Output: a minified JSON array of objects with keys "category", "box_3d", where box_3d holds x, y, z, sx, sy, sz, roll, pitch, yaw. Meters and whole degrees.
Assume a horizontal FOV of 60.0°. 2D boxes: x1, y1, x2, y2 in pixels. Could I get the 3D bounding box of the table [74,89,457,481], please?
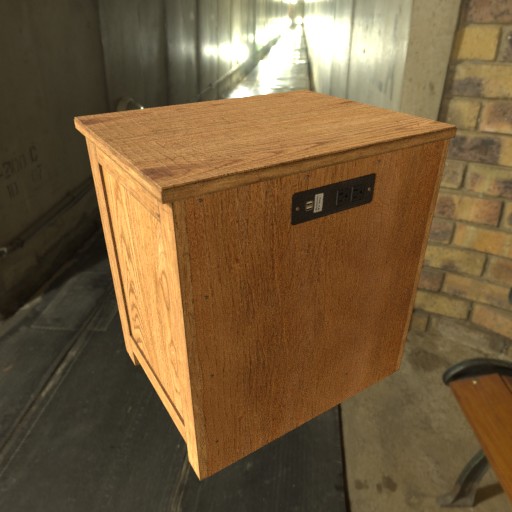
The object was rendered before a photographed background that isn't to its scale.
[{"category":"table","box_3d":[0.000,0.000,1.040,0.601,0.625,0.494,-18,35,-28]}]
